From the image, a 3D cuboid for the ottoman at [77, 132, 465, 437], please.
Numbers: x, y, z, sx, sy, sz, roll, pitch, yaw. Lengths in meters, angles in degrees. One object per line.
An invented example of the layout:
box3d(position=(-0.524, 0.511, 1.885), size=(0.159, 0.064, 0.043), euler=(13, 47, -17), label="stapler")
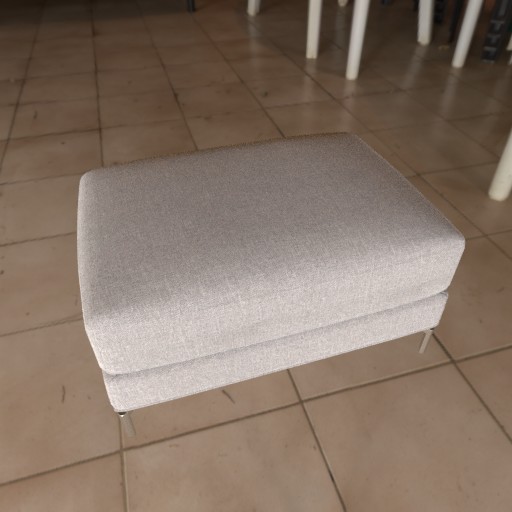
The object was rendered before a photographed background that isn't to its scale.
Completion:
box3d(position=(0.000, 0.000, 1.176), size=(0.838, 0.457, 0.584), euler=(-12, 43, -13), label="ottoman")
